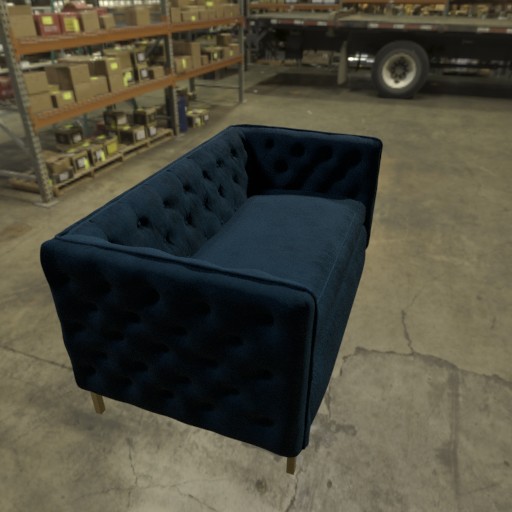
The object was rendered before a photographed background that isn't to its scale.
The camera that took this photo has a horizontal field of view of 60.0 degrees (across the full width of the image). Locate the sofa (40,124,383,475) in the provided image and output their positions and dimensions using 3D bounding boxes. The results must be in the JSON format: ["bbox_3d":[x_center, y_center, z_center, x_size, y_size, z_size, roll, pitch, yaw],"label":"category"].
[{"bbox_3d":[0.000,0.000,2.049,0.909,0.810,1.583,11,33,17],"label":"sofa"}]
